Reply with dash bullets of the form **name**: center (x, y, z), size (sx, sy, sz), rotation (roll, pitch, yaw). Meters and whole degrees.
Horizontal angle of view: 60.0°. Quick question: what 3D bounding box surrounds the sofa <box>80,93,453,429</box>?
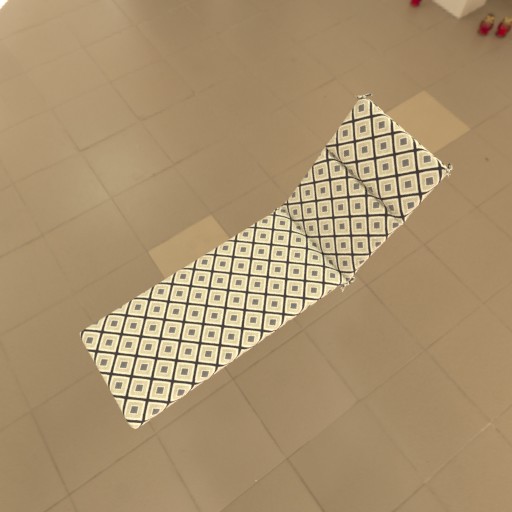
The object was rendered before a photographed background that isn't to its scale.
- **sofa**: center (0.000, 0.000, 1.957), size (1.663, 0.622, 0.582), rotation (-33, 68, -15)
